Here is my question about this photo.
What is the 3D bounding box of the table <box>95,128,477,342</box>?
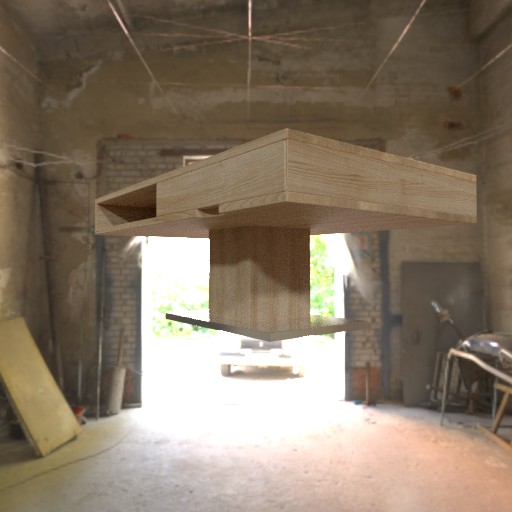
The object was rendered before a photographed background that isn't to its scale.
[{"bbox_3d":[0.000,0.000,1.451,0.700,0.440,1.100,1,-1,-37],"label":"table"}]
